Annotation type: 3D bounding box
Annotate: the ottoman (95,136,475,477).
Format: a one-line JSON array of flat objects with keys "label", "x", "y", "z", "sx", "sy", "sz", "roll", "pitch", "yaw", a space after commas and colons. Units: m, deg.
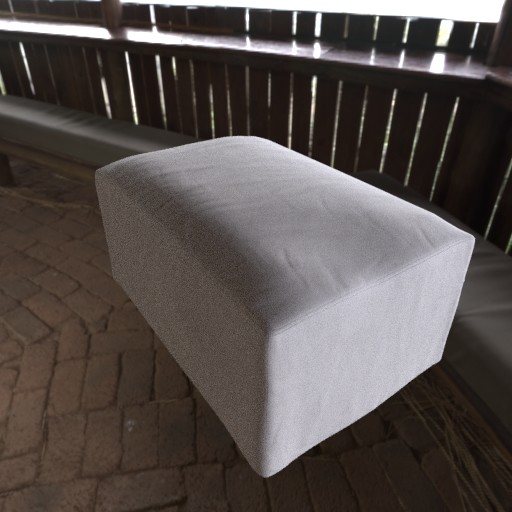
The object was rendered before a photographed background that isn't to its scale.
[{"label": "ottoman", "x": 0.000, "y": 0.000, "z": 1.195, "sx": 0.590, "sy": 0.444, "sz": 0.872, "roll": -21, "pitch": 39, "yaw": -29}]
